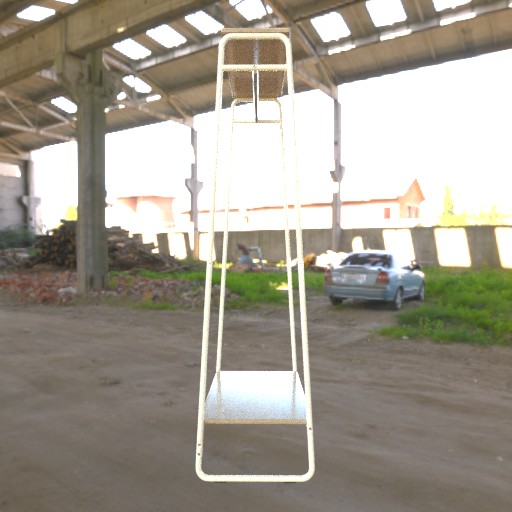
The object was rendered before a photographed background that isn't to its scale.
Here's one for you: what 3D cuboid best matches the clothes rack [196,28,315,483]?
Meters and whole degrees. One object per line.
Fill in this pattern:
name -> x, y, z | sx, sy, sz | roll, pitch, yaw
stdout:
clothes rack -> 0.000, 0.000, 1.790 | 0.400, 1.512, 0.640 | 0, 1, 1
